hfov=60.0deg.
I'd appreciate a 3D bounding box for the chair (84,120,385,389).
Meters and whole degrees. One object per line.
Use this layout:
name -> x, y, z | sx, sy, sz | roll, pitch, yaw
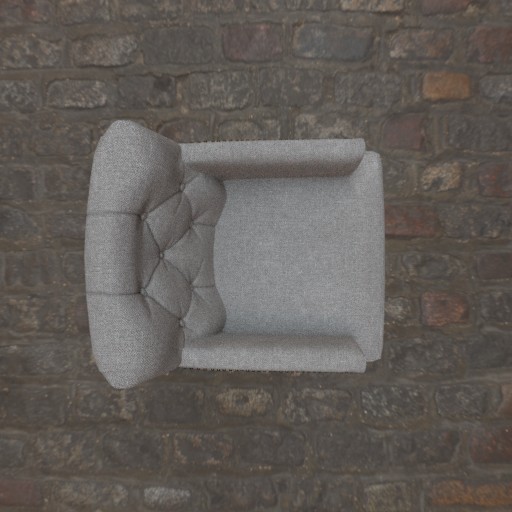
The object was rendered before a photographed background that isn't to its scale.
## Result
chair -> 0.000, 0.000, 1.546 | 0.902, 0.823, 0.737 | 0, 89, 0
